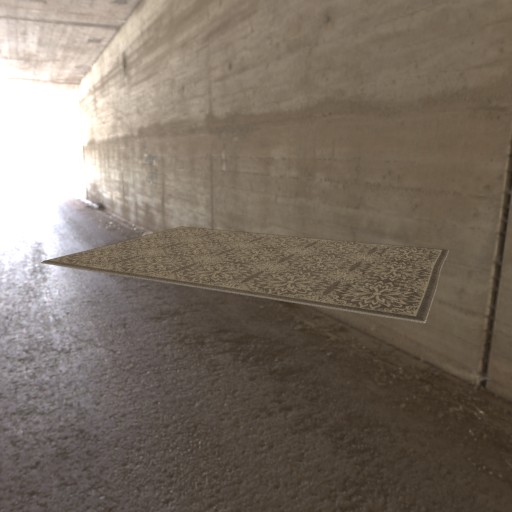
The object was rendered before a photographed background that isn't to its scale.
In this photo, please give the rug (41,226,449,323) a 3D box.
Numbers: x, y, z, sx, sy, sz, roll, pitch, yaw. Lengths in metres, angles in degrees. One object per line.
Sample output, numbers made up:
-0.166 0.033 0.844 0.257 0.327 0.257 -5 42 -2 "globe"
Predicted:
0.000 0.000 3.554 2.746 0.018 1.819 6 15 26 "rug"
